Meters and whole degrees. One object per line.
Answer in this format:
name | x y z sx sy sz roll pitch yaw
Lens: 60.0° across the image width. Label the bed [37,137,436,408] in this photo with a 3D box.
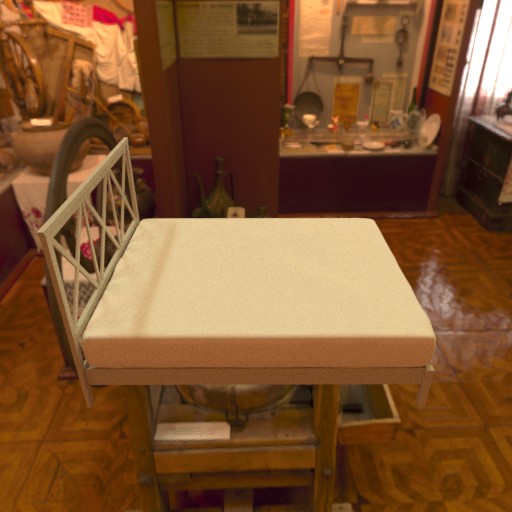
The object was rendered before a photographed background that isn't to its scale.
bed | 0.000 0.000 3.190 2.135 1.253 1.673 0 30 0
